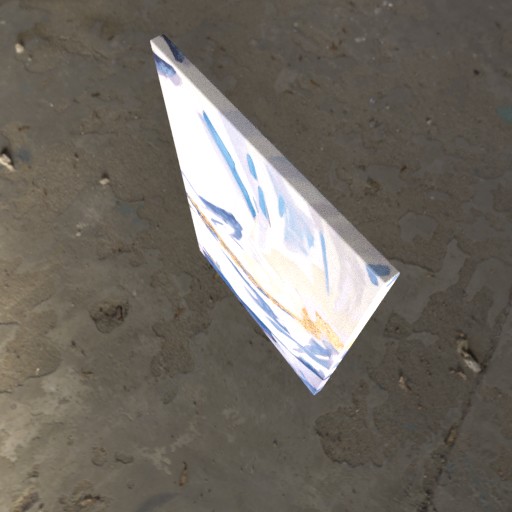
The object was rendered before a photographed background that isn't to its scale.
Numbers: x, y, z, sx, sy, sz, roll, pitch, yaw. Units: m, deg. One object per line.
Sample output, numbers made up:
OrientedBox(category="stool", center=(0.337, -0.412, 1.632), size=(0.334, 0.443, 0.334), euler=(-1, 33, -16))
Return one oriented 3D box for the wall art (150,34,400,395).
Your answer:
OrientedBox(category="wall art", center=(0.000, 0.000, 1.326), size=(0.038, 1.015, 0.761), euler=(-34, 68, -16))
